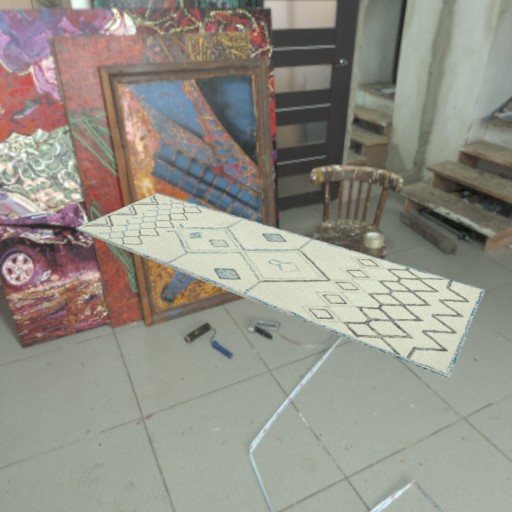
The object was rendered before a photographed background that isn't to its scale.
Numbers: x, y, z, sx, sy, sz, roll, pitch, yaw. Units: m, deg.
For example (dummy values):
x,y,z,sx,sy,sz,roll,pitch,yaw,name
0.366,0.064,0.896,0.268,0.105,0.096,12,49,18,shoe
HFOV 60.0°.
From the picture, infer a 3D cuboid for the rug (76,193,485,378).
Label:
x,y,z,sx,sy,sz,roll,pitch,yaw,name
0.000,0.000,2.682,2.434,0.013,0.770,19,35,29,rug
